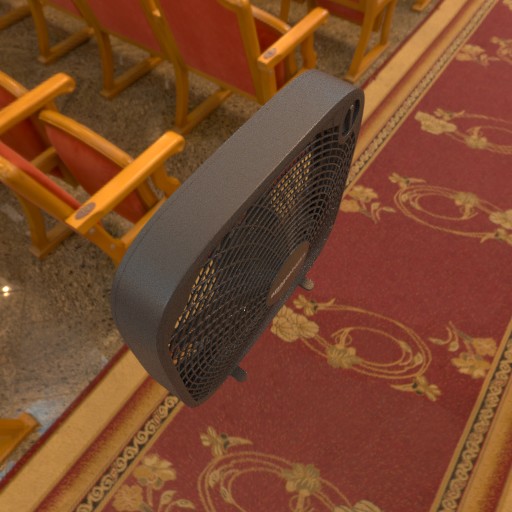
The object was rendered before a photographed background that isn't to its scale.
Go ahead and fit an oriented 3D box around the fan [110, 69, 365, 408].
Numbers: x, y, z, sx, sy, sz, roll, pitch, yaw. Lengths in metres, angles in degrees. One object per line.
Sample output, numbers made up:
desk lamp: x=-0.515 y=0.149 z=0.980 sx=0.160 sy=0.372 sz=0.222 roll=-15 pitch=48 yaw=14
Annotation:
fan: x=0.000 y=0.000 z=0.794 sx=0.142 sy=0.533 sz=0.526 roll=32 pitch=64 yaw=18
